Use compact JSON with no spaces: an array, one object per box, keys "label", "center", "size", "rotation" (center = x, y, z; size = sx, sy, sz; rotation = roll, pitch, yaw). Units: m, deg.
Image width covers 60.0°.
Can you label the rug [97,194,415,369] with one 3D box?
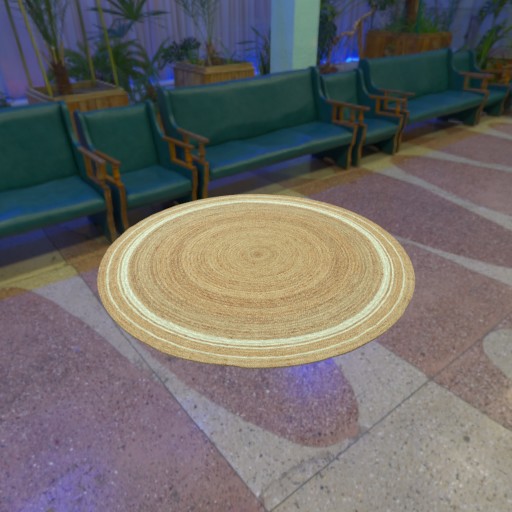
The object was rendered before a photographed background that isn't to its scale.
[{"label":"rug","center":[0.000,0.000,3.568],"size":[2.444,0.015,2.444],"rotation":[0,32,0]}]
